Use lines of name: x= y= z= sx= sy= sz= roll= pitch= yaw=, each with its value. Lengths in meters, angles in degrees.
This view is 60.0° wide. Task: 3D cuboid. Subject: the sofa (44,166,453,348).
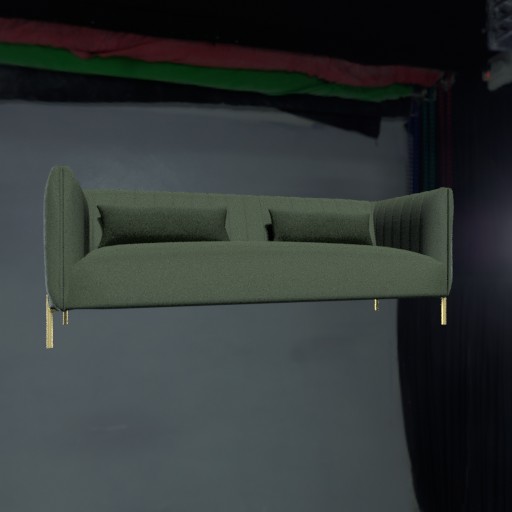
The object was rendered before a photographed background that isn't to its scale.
sofa: x=0.000 y=0.000 z=2.548 sx=2.137 sy=0.793 sz=0.896 roll=0 pitch=0 yaw=-18
